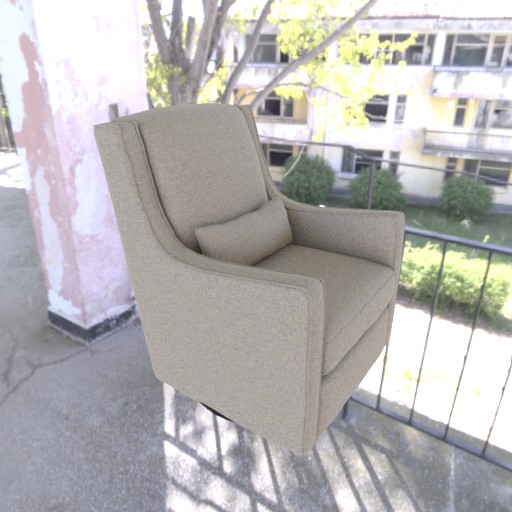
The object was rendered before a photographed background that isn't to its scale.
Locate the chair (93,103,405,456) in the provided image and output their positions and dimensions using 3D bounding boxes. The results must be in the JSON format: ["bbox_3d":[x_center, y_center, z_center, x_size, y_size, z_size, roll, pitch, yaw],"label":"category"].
[{"bbox_3d":[0.000,0.000,1.601,0.879,0.993,0.732,16,29,31],"label":"chair"}]
